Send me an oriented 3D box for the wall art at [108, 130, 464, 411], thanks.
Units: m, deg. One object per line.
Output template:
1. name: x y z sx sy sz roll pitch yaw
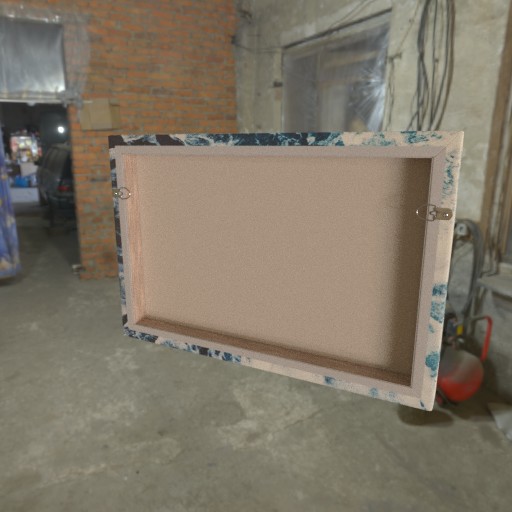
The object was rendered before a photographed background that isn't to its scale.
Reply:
1. wall art: 0.000 0.000 0.763 0.609 0.407 0.043 7 16 26
